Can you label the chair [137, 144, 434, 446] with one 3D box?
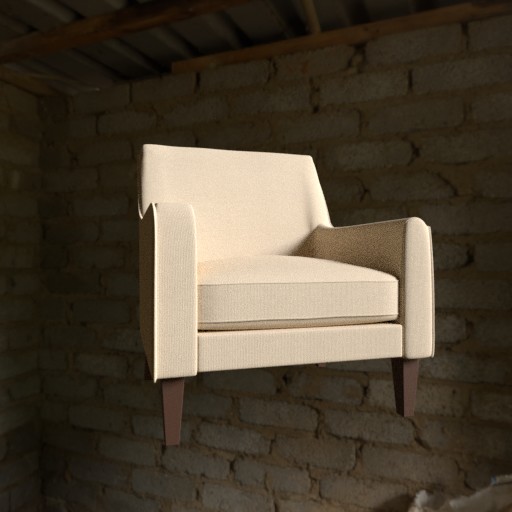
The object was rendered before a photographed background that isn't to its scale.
[{"bbox_3d":[0.000,0.000,1.543,0.780,0.919,0.899,0,0,-17],"label":"chair"}]
